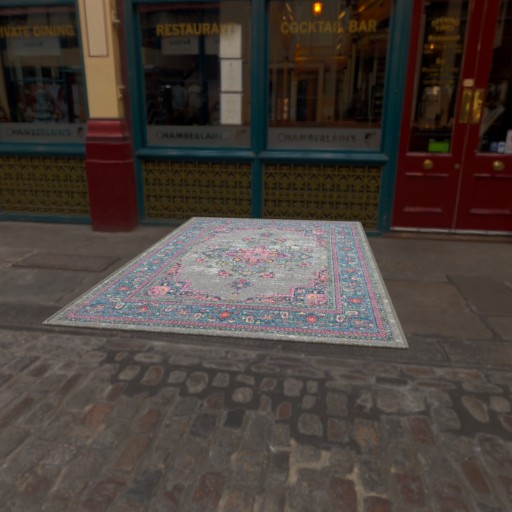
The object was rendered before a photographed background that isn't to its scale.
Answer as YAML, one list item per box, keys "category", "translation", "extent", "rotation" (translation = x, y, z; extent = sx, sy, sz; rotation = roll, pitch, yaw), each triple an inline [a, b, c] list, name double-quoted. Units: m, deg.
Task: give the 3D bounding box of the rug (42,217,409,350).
- category: "rug"
  translation: [0.000, 0.000, 2.174]
  extent: [1.144, 0.014, 1.748]
  rotation: [2, 17, 8]
